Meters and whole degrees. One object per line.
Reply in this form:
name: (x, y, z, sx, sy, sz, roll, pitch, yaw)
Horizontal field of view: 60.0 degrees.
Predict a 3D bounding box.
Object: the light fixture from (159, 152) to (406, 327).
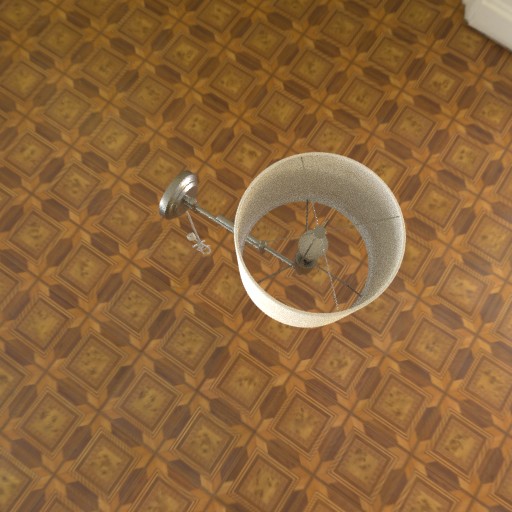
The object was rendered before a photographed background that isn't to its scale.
light fixture: (0.000, 0.000, 1.075, 0.479, 0.842, 0.253, 33, 79, 7)
